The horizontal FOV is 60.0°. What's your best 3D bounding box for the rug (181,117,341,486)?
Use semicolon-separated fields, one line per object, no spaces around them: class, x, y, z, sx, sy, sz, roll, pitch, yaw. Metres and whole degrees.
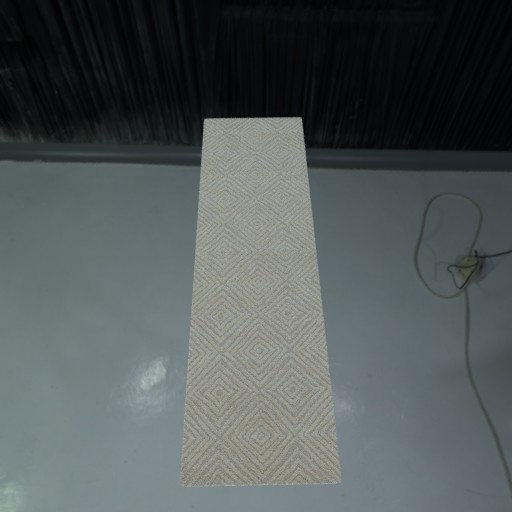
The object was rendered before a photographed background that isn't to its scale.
rug;0.000;0.000;2.470;0.676;0.008;2.277;-1;57;-1
